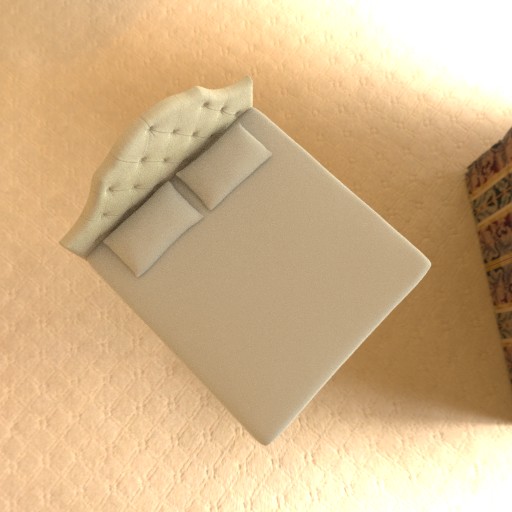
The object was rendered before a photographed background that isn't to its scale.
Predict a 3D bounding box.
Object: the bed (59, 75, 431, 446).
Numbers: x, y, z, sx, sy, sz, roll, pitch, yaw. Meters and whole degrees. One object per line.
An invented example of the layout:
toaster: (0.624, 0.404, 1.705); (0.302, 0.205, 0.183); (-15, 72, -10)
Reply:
bed: (0.000, 0.000, 3.396); (2.086, 1.555, 2.012); (44, 80, 10)
